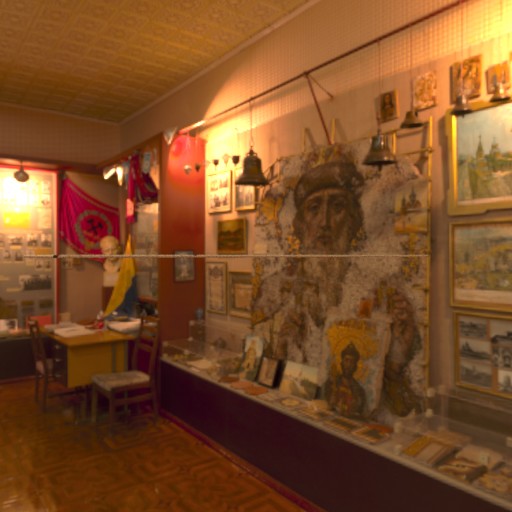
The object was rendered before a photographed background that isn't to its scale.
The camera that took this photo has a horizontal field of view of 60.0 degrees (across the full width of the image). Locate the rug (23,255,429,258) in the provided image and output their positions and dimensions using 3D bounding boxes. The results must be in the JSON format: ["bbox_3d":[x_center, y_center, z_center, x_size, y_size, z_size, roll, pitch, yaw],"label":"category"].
[{"bbox_3d":[0.000,0.000,2.705,2.438,0.012,0.762,0,0,-36],"label":"rug"}]
